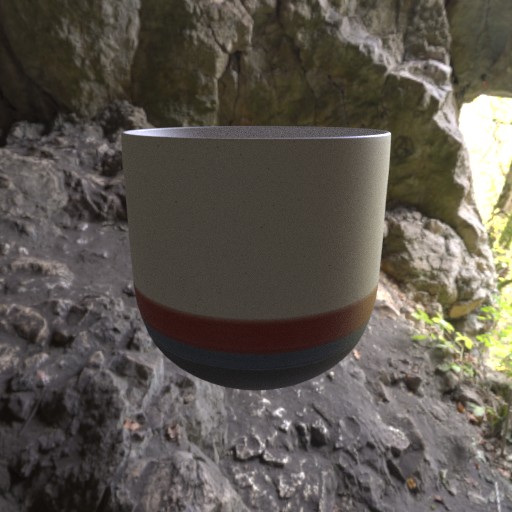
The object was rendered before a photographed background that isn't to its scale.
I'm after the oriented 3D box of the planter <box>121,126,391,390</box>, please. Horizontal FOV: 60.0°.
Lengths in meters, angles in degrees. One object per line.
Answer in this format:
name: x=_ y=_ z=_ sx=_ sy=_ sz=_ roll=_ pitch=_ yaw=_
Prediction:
planter: x=0.000 y=0.000 z=0.496 sx=0.268 sy=0.270 sz=0.268 roll=0 pitch=18 yaw=0
